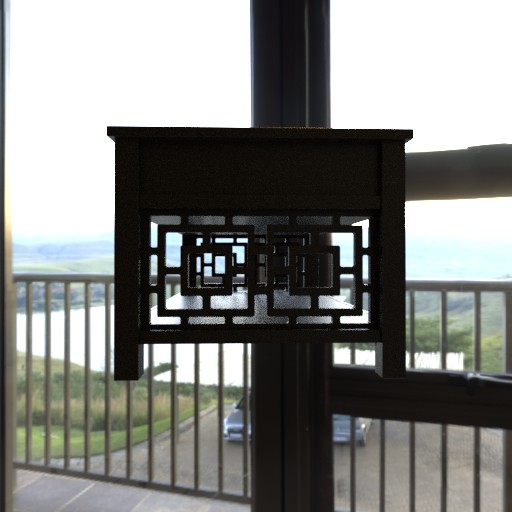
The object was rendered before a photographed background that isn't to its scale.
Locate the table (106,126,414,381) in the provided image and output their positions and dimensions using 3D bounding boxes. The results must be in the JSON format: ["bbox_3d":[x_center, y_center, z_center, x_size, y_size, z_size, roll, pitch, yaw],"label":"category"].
[{"bbox_3d":[0.000,0.000,1.394,0.612,0.493,1.068,0,0,-2],"label":"table"}]
